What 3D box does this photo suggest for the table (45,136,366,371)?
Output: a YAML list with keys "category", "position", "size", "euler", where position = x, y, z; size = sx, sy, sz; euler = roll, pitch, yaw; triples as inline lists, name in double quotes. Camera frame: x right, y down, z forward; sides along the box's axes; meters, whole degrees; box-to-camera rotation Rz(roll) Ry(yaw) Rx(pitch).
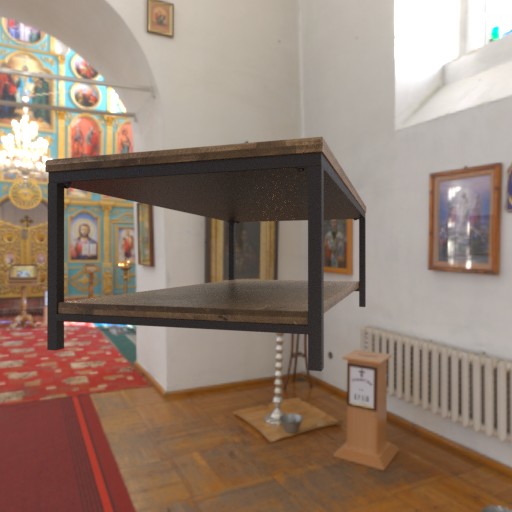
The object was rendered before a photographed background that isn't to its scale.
- category: "table"
  position: [0.000, 0.000, 1.332]
  size: [0.574, 0.393, 1.062]
  euler: [0, 0, 18]
